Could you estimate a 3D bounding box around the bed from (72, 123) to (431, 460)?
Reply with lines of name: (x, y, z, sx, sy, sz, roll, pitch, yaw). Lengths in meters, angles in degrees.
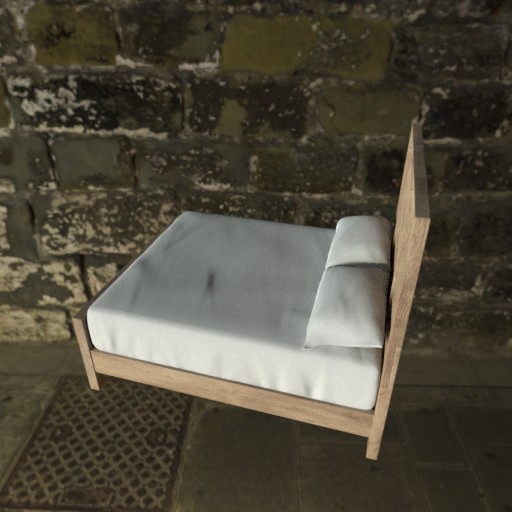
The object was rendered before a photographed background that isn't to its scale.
bed: (0.000, 0.000, 3.187, 2.017, 1.631, 1.615, 9, 32, 14)
